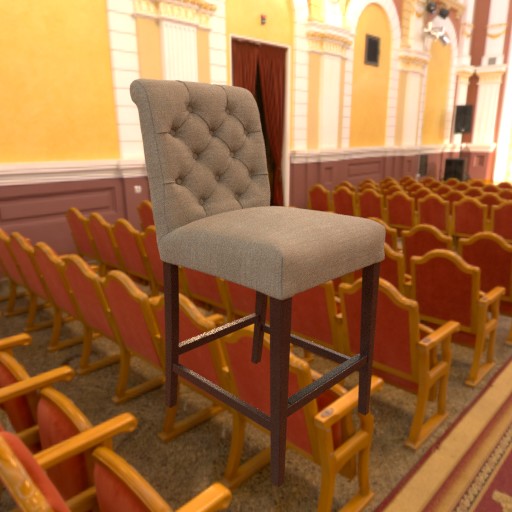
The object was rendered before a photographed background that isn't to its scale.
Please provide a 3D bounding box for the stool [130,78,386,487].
[{"bbox_3d":[0.000,0.000,1.421,0.660,1.084,0.486,15,21,42],"label":"stool"}]
